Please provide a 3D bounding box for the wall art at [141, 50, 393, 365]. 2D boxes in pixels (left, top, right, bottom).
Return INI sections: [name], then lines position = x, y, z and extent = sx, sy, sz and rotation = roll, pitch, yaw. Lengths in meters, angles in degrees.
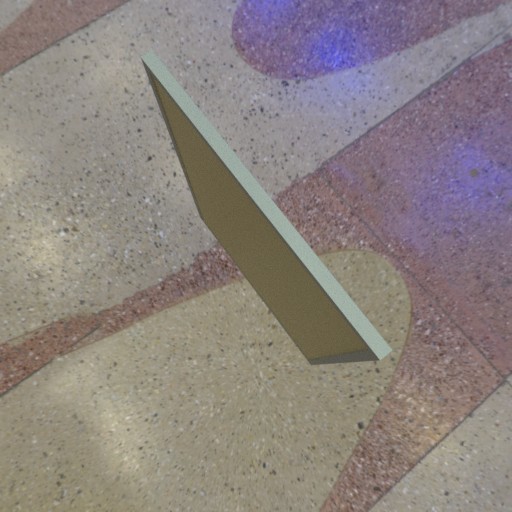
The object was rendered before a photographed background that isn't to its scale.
[wall art]
position = 0.000, 0.000, 1.379
extent = 0.034, 1.042, 0.789
rotation = -36, 78, -9
